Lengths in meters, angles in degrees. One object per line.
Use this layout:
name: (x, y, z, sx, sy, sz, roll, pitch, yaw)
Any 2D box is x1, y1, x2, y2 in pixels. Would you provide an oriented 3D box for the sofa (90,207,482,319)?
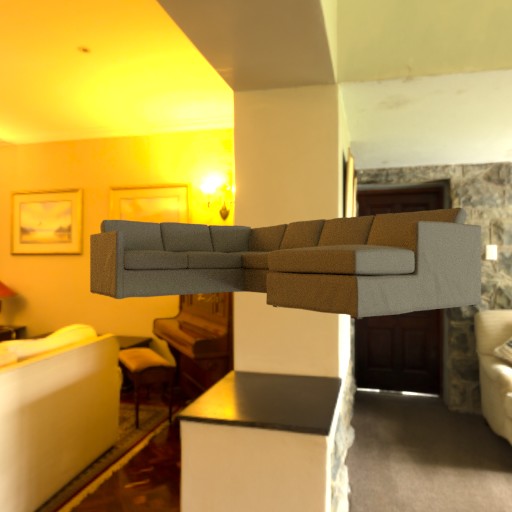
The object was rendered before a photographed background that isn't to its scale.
sofa: (0.000, 0.000, 4.549, 2.427, 0.882, 3.460, 0, -1, -35)
